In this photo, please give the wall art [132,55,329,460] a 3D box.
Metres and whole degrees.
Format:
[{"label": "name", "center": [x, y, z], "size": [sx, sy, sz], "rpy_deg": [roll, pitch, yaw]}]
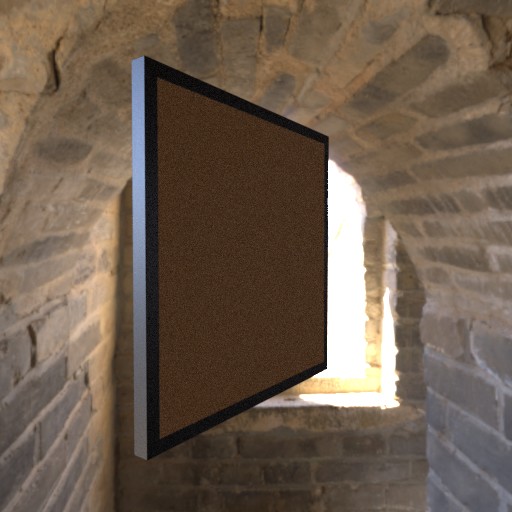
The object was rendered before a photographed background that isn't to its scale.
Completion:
[{"label": "wall art", "center": [0.000, 0.000, 1.157], "size": [0.038, 0.765, 0.765], "rpy_deg": [1, 2, 36]}]
